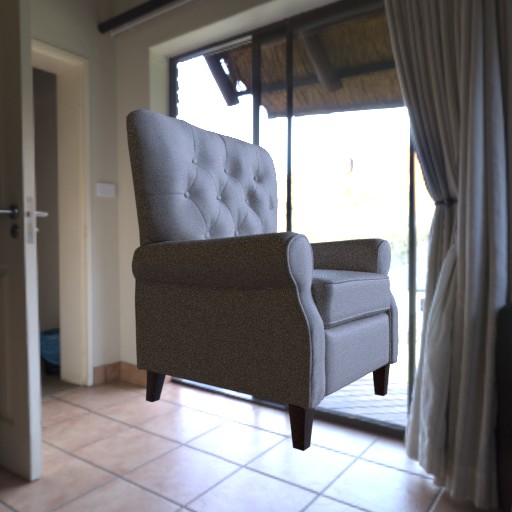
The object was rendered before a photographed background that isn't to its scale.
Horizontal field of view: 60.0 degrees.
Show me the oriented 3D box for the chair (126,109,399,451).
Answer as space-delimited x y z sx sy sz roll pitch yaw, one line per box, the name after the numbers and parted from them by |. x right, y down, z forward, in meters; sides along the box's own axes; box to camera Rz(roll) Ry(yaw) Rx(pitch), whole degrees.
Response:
0.000 0.000 1.935 1.025 1.209 0.942 0 0 37 | chair
